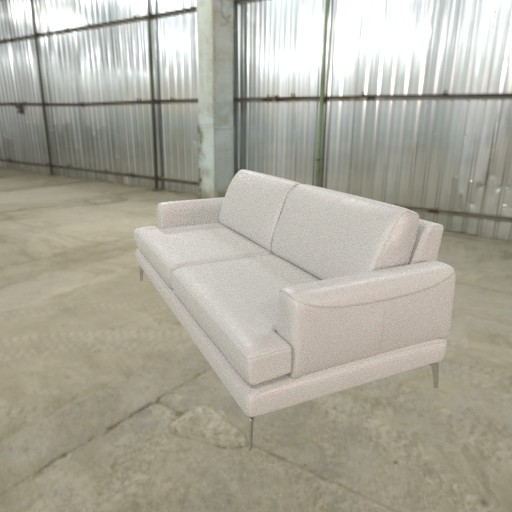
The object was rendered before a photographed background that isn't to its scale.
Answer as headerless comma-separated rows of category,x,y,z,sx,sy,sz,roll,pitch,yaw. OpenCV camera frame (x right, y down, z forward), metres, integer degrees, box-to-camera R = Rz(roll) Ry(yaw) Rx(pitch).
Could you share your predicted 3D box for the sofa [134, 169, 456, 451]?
sofa,0.000,0.000,2.419,0.974,0.765,1.940,-8,19,-24
